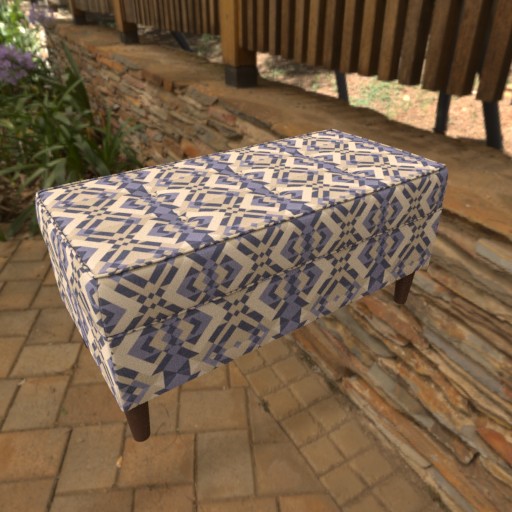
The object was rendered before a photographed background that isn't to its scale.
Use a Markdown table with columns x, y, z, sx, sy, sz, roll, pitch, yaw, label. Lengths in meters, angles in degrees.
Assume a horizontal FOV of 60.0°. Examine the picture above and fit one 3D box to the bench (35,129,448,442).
| x | y | z | sx | sy | sz | roll | pitch | yaw | label |
| --- | --- | --- | --- | --- | --- | --- | --- | --- | --- |
| 0.000 | 0.000 | 1.269 | 1.016 | 0.477 | 0.492 | -20 | 36 | -29 | bench |
